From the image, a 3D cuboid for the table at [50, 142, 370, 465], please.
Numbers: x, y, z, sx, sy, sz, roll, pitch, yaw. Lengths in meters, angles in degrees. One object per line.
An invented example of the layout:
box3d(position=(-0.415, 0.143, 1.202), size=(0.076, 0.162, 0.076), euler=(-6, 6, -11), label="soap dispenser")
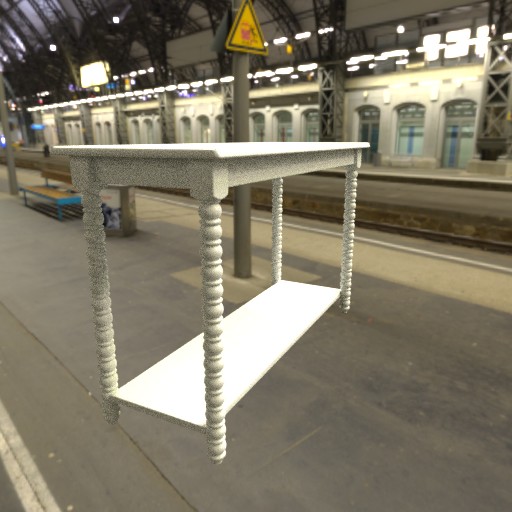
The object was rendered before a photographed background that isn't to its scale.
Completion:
box3d(position=(0.000, 0.000, 1.510), size=(0.459, 0.740, 1.184), euler=(8, 17, 26), label="table")
